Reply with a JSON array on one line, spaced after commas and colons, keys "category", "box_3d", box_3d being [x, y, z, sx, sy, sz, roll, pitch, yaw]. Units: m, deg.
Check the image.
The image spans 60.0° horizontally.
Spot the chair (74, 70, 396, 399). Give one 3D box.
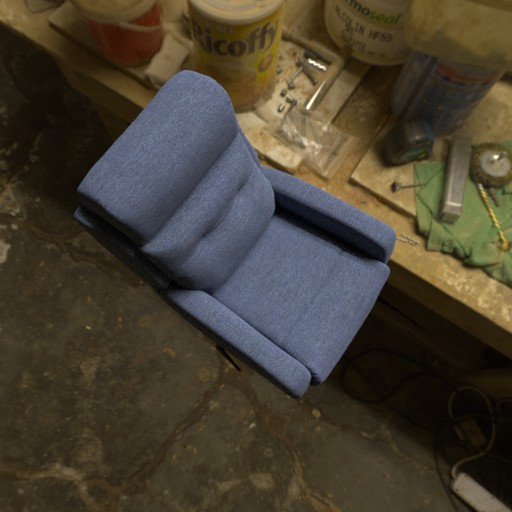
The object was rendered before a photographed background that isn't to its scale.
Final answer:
[{"category": "chair", "box_3d": [0.000, 0.000, 1.759, 1.043, 1.013, 0.798, 34, 77, 9]}]
